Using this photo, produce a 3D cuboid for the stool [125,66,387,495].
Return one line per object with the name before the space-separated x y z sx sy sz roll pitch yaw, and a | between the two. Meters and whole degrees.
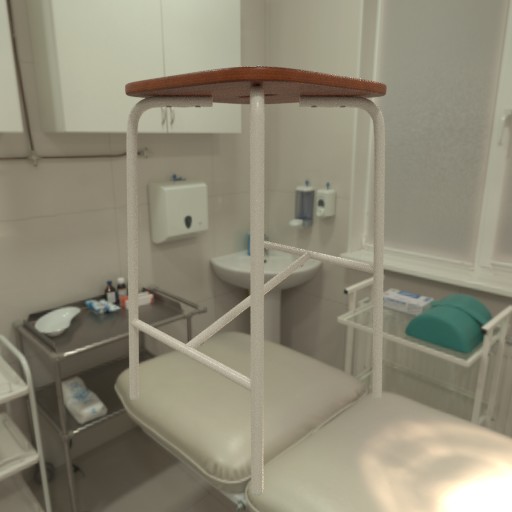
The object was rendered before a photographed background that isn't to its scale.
stool | 0.000 0.000 0.844 0.376 0.610 0.376 15 21 43
